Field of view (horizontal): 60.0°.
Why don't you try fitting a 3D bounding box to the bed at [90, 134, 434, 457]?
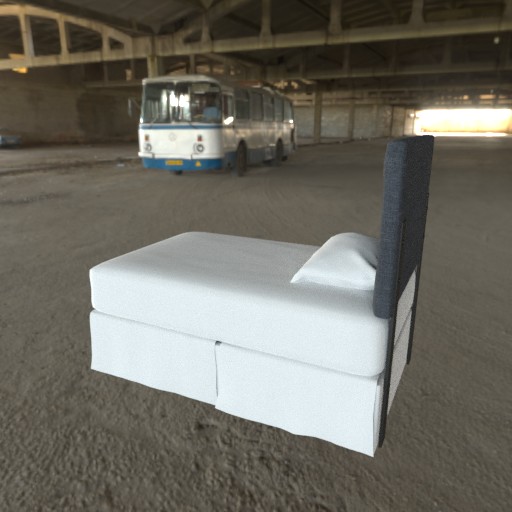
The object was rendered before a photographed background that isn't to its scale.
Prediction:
[{"bbox_3d":[0.000,0.000,2.966,1.997,1.571,1.261,8,18,25],"label":"bed"}]
